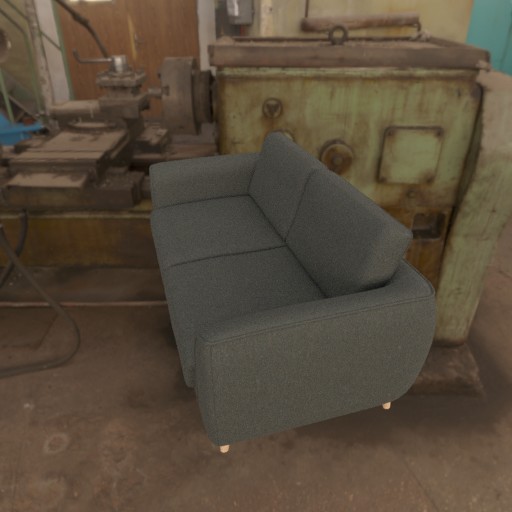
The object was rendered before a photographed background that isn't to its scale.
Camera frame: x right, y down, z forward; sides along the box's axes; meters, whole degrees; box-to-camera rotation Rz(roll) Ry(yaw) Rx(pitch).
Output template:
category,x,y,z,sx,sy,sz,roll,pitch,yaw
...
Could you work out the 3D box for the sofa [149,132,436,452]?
category,x,y,z,sx,sy,sz,roll,pitch,yaw
sofa,0.000,0.000,2.176,0.920,0.850,1.700,-9,32,-15
